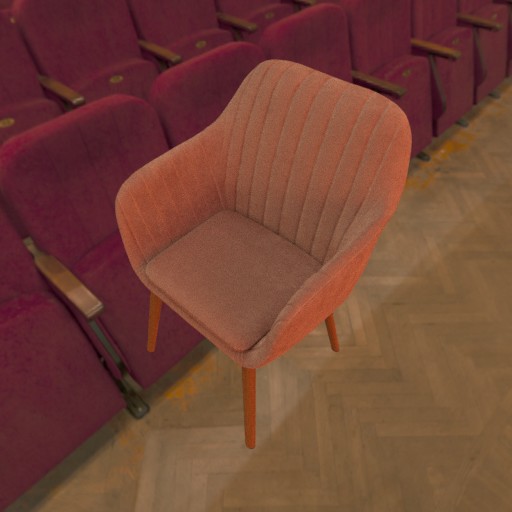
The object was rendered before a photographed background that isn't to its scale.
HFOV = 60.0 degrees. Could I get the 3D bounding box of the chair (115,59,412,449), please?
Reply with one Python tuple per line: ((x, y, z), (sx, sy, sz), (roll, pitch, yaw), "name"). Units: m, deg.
((0.000, 0.000, 1.229), (0.610, 0.832, 0.570), (34, 55, 28), "chair")
